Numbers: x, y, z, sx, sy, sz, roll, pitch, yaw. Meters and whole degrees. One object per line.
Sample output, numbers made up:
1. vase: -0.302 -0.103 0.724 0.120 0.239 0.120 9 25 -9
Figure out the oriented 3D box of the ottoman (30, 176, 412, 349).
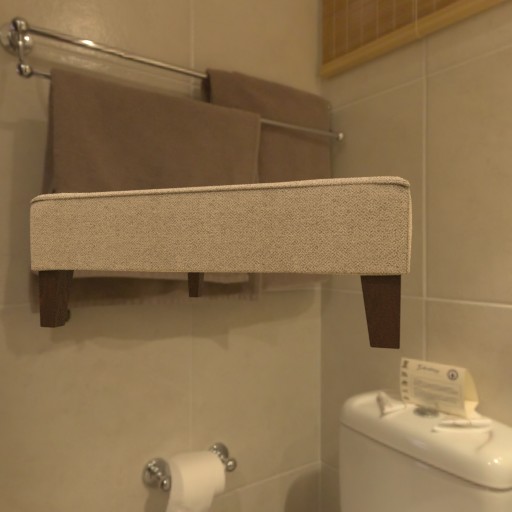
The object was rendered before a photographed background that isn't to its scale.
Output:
1. ottoman: 0.000 0.000 1.492 0.973 0.381 0.982 0 0 18
